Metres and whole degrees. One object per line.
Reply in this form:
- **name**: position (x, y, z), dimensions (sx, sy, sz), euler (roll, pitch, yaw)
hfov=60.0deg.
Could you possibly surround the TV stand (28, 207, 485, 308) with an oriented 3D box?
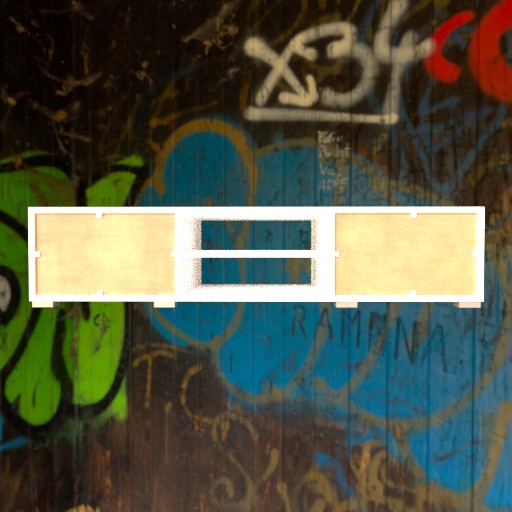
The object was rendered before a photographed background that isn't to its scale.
- **TV stand**: position (0.000, 0.000, 1.573), dimensions (1.400, 0.310, 0.420), euler (0, 1, 0)
